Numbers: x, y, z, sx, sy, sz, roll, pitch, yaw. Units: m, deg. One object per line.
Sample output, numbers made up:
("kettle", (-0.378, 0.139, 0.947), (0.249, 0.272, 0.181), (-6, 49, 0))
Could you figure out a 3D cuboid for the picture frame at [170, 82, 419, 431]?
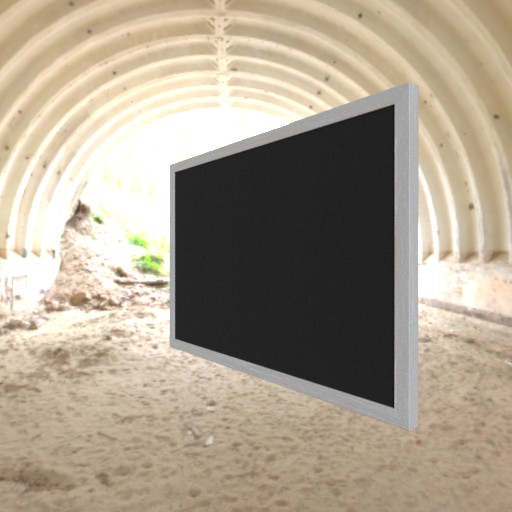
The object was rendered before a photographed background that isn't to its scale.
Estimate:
("picture frame", (0.000, 0.000, 1.196), (0.029, 0.640, 0.950), (0, 0, -38))
